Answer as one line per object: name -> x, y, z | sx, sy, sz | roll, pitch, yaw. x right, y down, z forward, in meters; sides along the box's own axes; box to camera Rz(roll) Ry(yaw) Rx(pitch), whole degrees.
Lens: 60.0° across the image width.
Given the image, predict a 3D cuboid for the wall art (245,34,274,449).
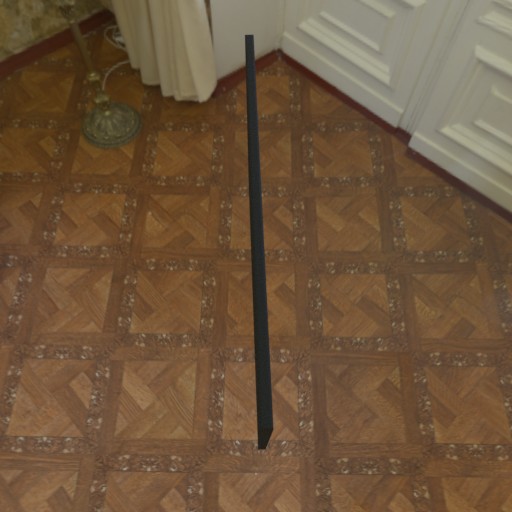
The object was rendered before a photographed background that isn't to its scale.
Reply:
wall art -> 0.000, 0.000, 1.240 | 0.049, 0.659, 0.964 | 0, 64, 0
